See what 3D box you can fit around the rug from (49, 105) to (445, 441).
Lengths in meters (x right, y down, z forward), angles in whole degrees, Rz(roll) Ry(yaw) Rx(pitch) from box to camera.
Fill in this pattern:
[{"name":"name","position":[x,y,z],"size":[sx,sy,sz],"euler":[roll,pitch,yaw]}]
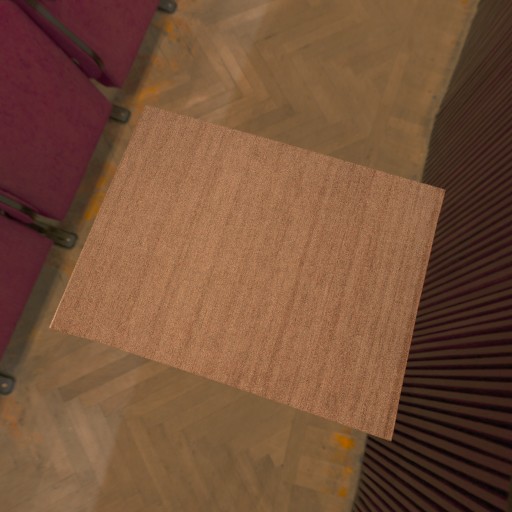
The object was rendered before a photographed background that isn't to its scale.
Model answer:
[{"name":"rug","position":[0.000,0.000,4.968],"size":[3.778,0.053,2.873],"euler":[17,76,4]}]
